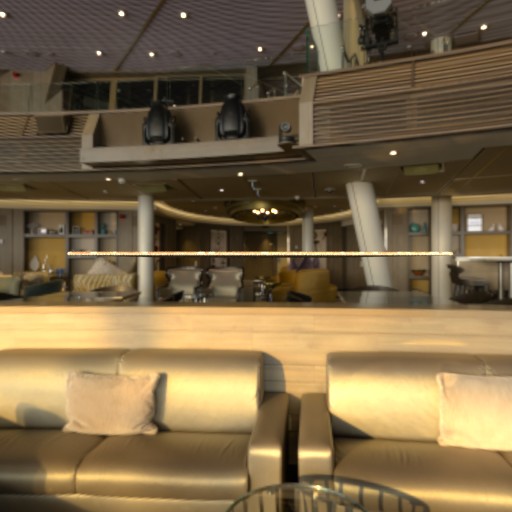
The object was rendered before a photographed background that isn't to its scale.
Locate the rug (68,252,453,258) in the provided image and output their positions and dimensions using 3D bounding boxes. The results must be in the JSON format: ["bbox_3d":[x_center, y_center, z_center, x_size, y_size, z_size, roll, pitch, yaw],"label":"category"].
[{"bbox_3d":[0.000,0.000,2.308,1.219,0.011,1.829,0,0,-1],"label":"rug"}]
